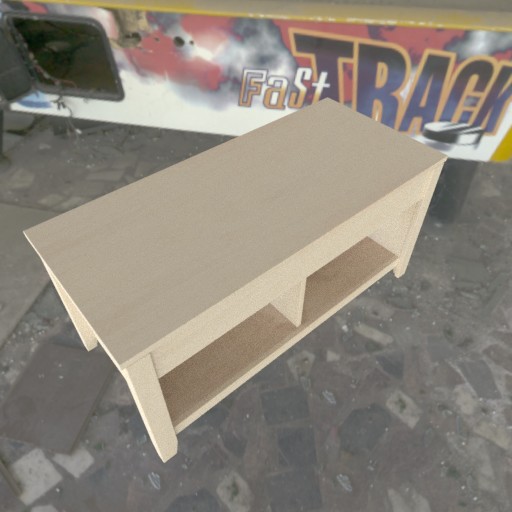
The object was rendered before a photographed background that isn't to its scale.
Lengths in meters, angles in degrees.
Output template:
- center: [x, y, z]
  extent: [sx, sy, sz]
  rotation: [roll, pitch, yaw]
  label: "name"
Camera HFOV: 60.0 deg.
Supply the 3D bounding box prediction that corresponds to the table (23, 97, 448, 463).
- center: [0.000, 0.000, 1.298]
  extent: [1.016, 0.483, 0.457]
  rotation: [-31, 53, -27]
  label: "table"
